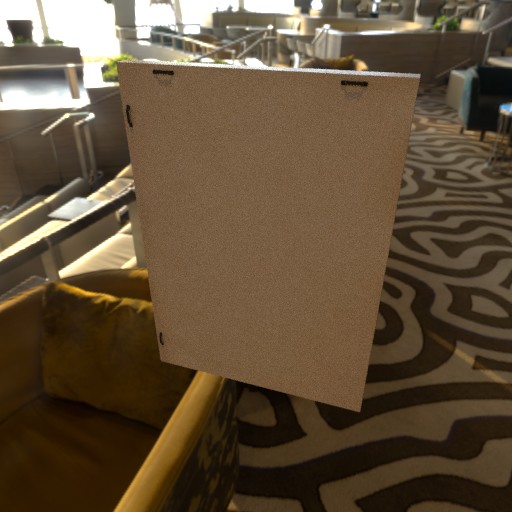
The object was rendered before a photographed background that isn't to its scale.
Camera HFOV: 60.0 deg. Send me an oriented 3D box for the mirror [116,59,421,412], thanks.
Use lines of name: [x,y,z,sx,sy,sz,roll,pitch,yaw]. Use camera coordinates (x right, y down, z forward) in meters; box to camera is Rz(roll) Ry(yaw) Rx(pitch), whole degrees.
mirror: [0.000,0.000,0.900,0.507,0.710,0.040,10,32,16]
